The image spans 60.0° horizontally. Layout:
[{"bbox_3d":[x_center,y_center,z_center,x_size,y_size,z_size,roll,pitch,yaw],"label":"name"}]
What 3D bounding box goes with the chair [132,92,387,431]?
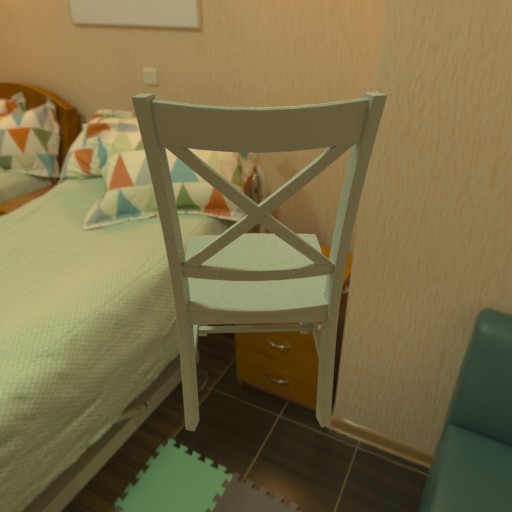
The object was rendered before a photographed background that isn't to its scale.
[{"bbox_3d":[0.000,0.000,1.297,0.485,0.983,0.542,-1,30,-2],"label":"chair"}]
